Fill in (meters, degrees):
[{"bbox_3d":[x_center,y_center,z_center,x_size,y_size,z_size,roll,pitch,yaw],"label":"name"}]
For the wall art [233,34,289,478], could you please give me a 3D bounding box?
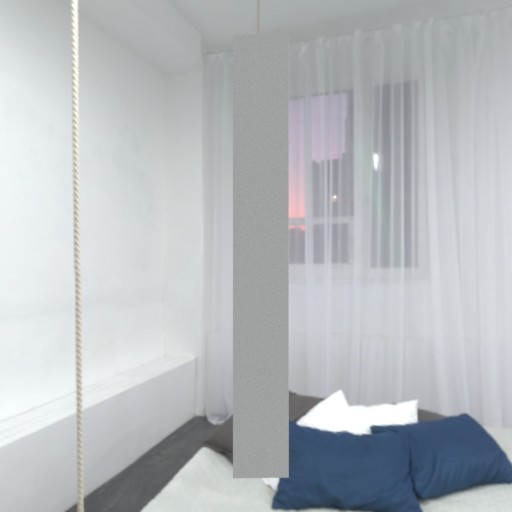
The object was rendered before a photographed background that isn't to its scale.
[{"bbox_3d":[0.000,0.000,0.457,0.038,0.304,0.305,0,0,-1],"label":"wall art"}]
